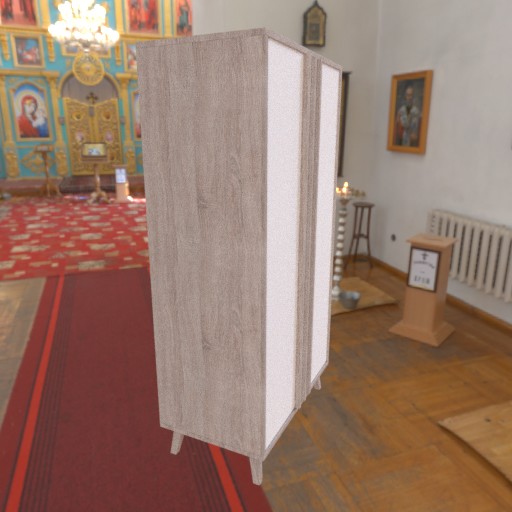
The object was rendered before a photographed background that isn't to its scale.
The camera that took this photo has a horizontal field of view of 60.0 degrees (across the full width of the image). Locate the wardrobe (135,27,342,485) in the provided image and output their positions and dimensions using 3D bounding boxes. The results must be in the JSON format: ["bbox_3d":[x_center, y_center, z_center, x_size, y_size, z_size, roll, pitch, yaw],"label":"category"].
[{"bbox_3d":[0.000,0.000,2.352,0.600,1.960,1.000,7,17,25],"label":"wardrobe"}]
